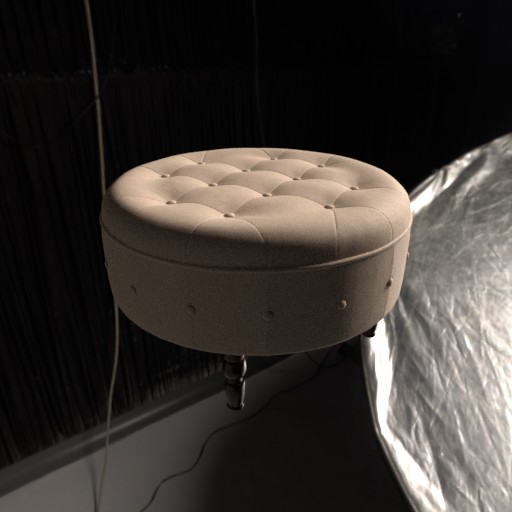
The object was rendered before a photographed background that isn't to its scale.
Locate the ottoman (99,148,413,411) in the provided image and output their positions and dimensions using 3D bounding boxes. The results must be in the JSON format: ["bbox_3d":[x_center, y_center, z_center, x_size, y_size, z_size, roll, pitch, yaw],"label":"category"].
[{"bbox_3d":[0.000,0.000,1.332,0.848,0.494,0.848,0,26,0],"label":"ottoman"}]
